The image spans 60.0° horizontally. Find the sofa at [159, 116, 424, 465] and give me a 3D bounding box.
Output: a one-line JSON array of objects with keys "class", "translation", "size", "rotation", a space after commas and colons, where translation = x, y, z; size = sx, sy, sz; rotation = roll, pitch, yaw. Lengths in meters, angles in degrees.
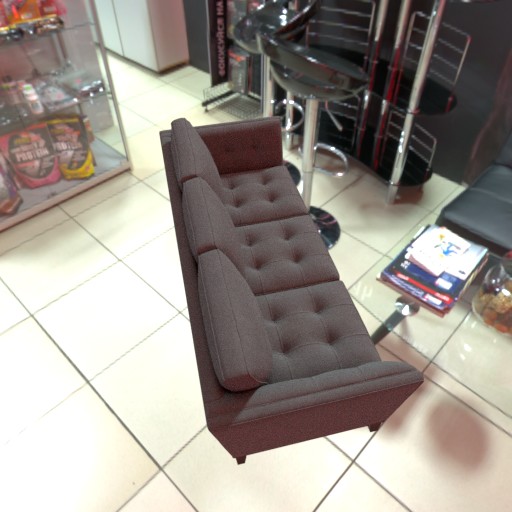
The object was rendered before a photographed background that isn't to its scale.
[{"class": "sofa", "translation": [0.000, 0.000, 2.880], "size": [0.965, 0.940, 2.387], "rotation": [-10, 47, -9]}]
